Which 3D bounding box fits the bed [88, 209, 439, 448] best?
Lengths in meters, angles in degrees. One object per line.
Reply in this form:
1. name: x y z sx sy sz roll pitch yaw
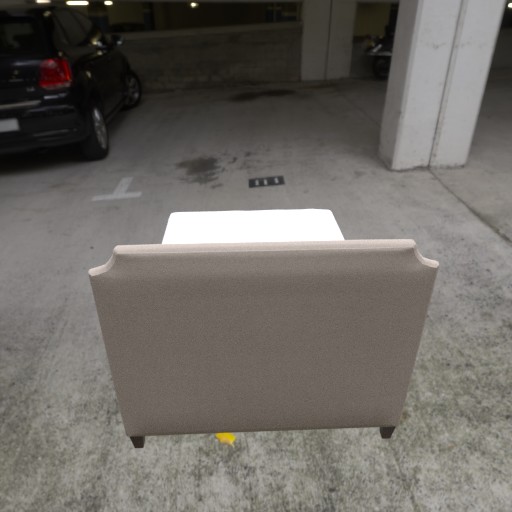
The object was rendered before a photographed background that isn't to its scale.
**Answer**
1. bed: 0.000 0.000 3.429 1.713 1.443 2.372 -1 30 -2
